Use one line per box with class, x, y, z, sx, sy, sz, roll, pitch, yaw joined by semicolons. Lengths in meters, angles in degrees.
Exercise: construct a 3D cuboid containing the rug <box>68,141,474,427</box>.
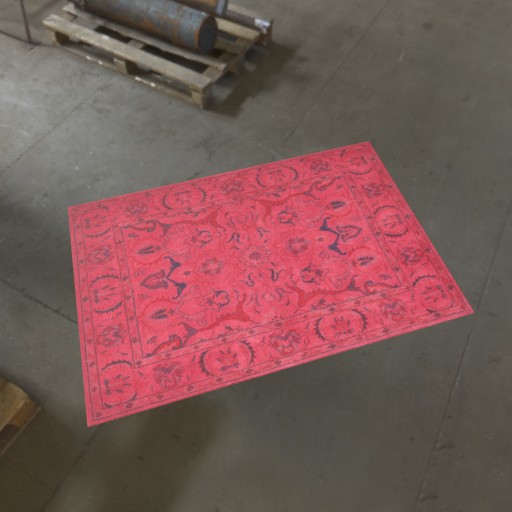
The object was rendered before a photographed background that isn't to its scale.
rug;0.000;0.000;2.284;1.814;0.008;1.209;-14;59;-9
